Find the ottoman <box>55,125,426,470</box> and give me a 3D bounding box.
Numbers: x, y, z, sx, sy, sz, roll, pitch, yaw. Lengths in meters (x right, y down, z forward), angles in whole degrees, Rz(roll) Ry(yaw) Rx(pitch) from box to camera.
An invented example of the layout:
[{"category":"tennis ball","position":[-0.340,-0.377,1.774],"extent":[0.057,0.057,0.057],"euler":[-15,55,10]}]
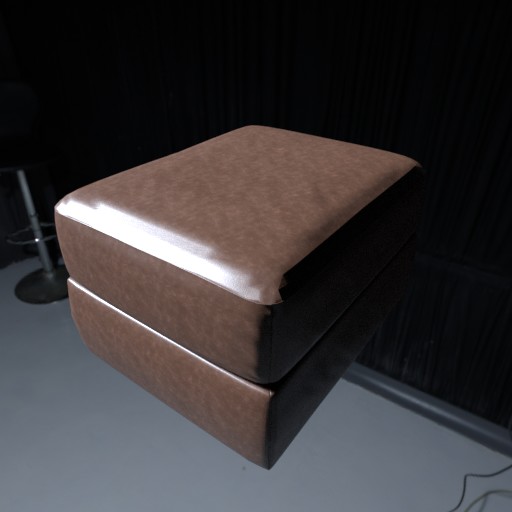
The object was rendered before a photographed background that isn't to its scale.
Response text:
[{"category":"ottoman","position":[0.000,0.000,1.128],"extent":[0.603,0.476,0.751],"euler":[21,38,30]}]
